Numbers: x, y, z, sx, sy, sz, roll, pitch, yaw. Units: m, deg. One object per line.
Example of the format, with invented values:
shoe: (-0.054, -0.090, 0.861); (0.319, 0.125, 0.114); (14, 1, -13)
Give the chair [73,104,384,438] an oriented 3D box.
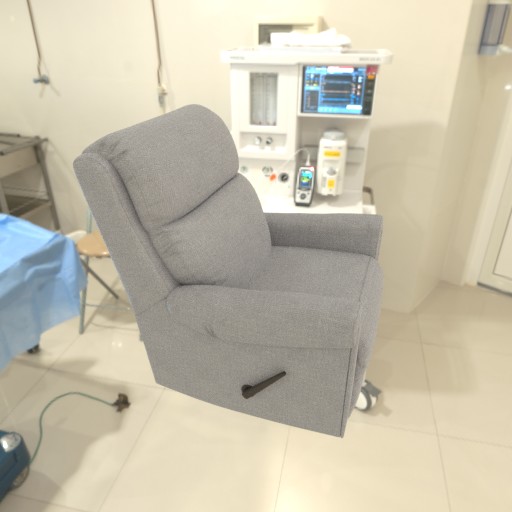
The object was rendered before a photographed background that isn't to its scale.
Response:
chair: (0.000, 0.000, 1.785); (1.014, 1.054, 0.838); (9, 30, 17)
